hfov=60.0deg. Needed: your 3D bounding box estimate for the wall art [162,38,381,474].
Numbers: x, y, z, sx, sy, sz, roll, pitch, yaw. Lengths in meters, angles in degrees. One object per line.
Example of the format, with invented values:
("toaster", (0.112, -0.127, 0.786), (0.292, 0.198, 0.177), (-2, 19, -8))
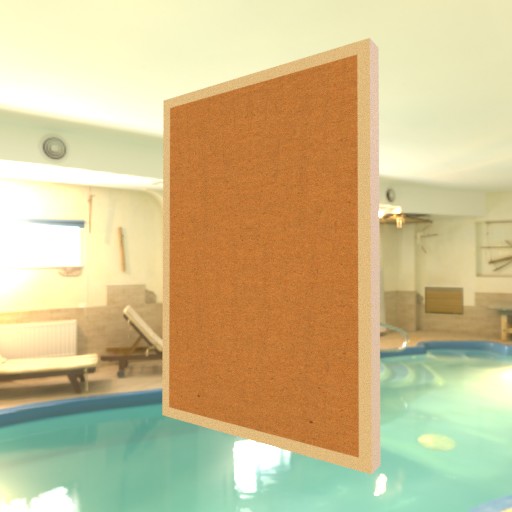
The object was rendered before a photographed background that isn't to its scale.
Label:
("wall art", (0.000, 0.000, 0.529), (0.293, 0.428, 0.025), (-1, -1, 35))
